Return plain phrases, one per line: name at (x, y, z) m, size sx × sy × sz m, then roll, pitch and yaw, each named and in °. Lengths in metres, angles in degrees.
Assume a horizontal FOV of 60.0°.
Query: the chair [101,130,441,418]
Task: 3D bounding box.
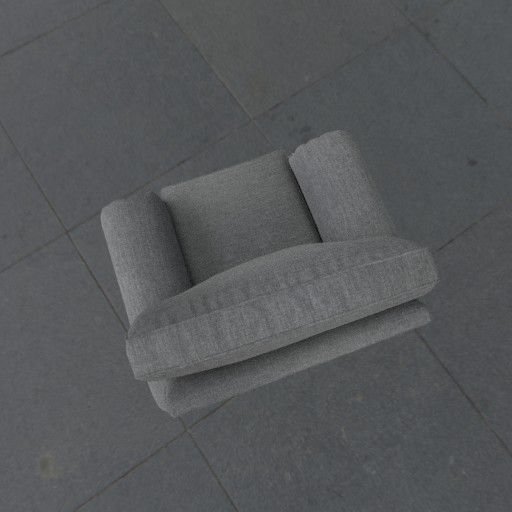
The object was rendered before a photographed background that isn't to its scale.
chair at (0.000, 0.000, 1.827) m, size 1.092 × 0.961 × 0.965 m, roll -19°, pitch 76°, yaw -5°
